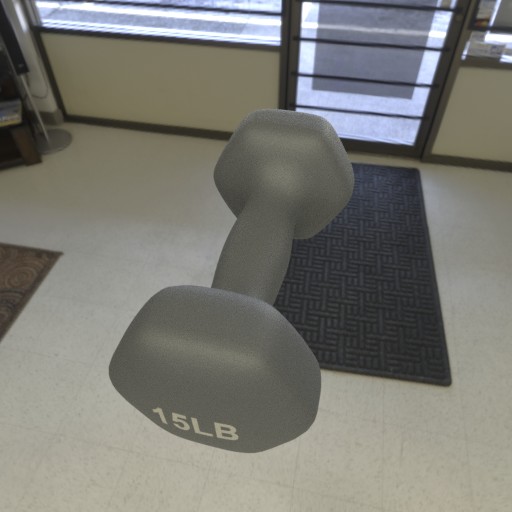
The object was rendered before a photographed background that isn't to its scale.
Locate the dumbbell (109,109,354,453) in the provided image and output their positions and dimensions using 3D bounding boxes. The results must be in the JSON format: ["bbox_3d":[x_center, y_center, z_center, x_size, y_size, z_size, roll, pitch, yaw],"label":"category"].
[{"bbox_3d":[0.000,0.000,0.301,0.116,0.105,0.240,11,47,10],"label":"dumbbell"}]
